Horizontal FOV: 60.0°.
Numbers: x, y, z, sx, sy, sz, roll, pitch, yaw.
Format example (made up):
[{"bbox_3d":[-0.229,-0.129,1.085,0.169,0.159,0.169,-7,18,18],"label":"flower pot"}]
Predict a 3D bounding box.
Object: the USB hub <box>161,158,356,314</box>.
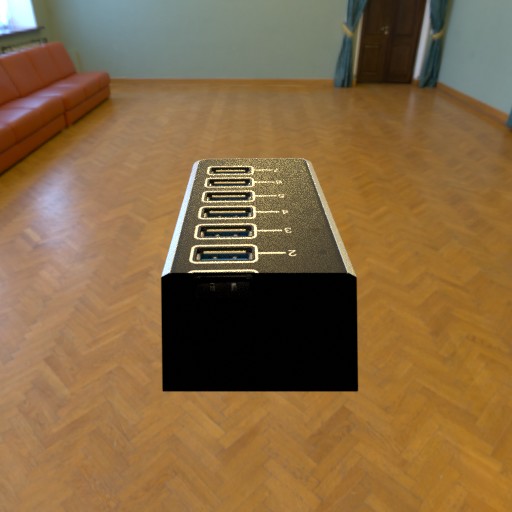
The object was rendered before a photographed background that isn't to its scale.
[{"bbox_3d":[0.000,0.000,0.129,0.044,0.023,0.110,-1,31,-1],"label":"USB hub"}]
